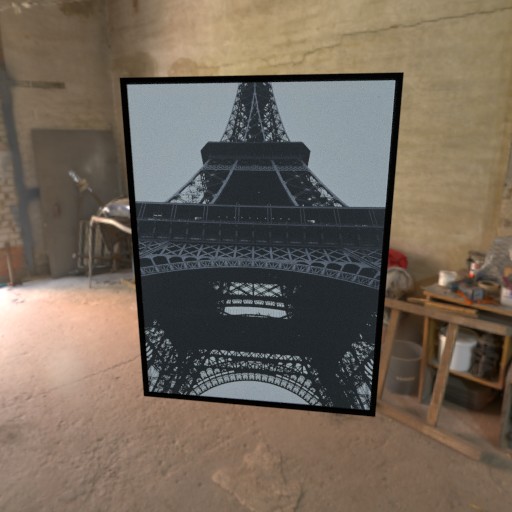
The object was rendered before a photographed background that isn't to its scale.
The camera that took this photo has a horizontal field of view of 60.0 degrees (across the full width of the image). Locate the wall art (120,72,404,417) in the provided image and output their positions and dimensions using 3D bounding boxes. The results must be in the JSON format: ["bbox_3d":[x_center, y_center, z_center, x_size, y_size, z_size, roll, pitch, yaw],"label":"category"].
[{"bbox_3d":[0.000,0.000,1.401,0.805,1.062,0.040,2,16,8],"label":"wall art"}]
